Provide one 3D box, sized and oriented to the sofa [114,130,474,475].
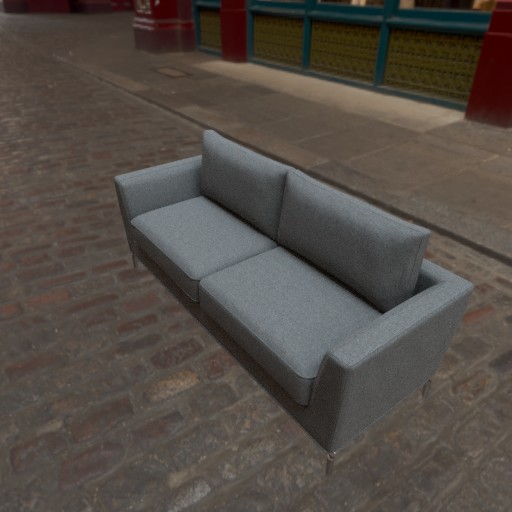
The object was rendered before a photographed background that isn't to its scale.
[{"bbox_3d":[0.000,0.000,2.675,0.869,1.002,2.212,-22,39,-30],"label":"sofa"}]
